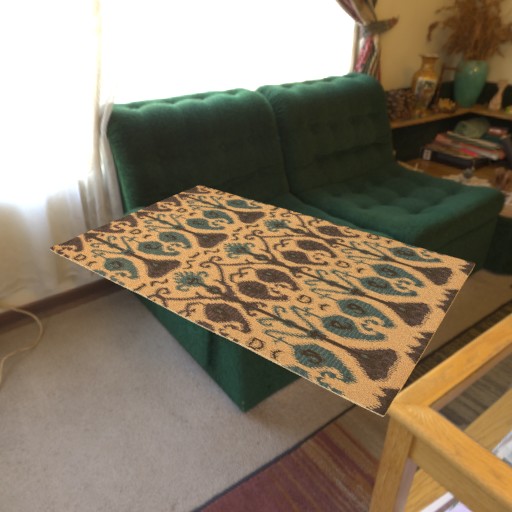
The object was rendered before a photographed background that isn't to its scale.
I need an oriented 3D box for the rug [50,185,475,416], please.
[{"bbox_3d":[0.000,0.000,2.079,1.698,0.013,1.072,20,35,31],"label":"rug"}]
